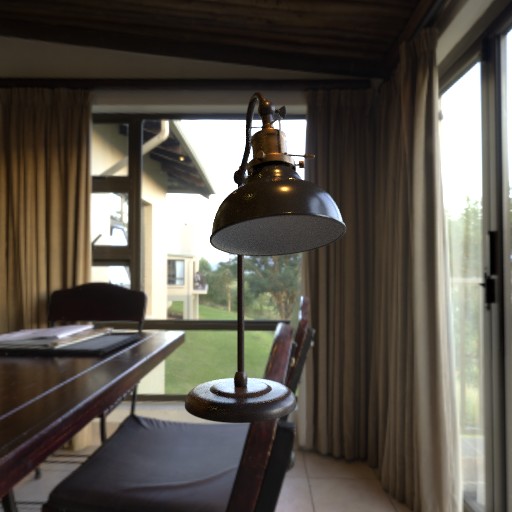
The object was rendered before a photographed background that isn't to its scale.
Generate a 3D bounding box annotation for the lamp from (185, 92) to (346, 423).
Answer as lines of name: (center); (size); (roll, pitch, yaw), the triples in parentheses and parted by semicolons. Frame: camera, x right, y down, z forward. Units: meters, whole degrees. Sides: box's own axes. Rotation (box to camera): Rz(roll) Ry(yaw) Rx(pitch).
lamp: (0.000, 0.000, 0.687); (0.192, 0.508, 0.374); (0, -1, -17)
